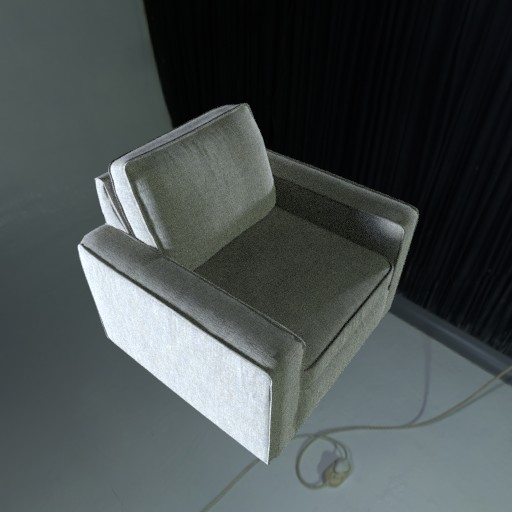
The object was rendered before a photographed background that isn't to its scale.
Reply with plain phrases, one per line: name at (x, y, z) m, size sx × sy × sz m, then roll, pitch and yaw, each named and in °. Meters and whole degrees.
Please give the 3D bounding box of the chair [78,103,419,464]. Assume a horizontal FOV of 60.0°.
chair at (0.000, 0.000, 1.785) m, size 0.940 × 0.914 × 1.016 m, roll 28°, pitch 49°, yaw 27°
